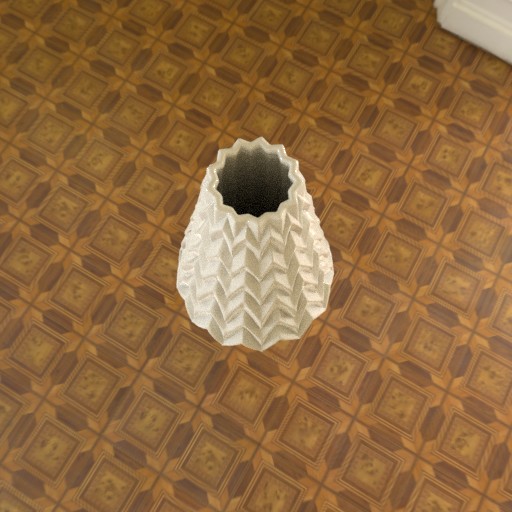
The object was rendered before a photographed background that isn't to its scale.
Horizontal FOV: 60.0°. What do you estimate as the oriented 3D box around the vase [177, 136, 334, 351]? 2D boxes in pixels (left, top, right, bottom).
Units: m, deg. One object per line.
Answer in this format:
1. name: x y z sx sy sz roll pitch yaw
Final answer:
1. vase: 0.000 0.000 0.407 0.167 0.328 0.167 0 75 0
